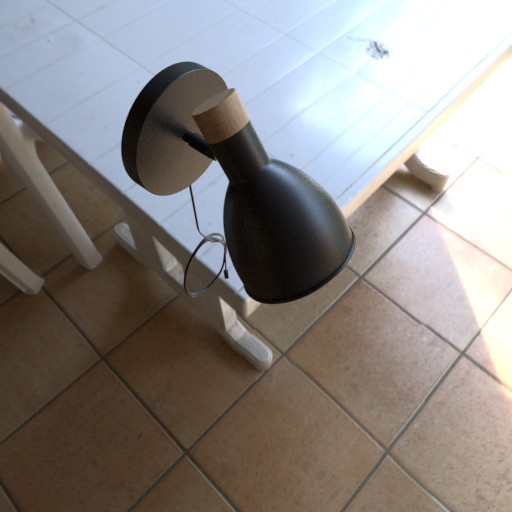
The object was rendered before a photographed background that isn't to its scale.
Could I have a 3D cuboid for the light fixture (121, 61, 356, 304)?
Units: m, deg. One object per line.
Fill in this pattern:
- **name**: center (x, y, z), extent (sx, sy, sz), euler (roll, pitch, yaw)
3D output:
- **light fixture**: center (0.000, 0.000, 0.500), extent (0.203, 0.401, 0.127), euler (34, 64, 19)
